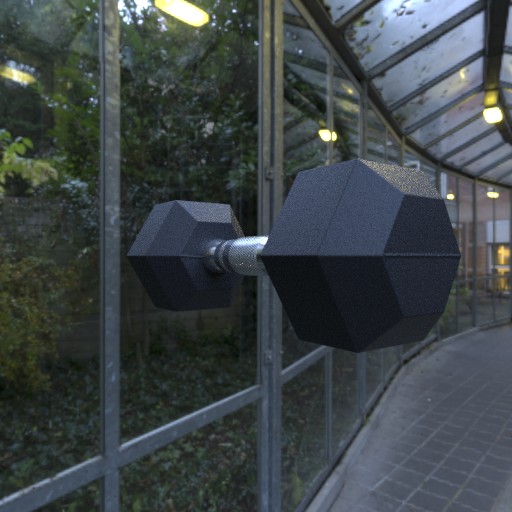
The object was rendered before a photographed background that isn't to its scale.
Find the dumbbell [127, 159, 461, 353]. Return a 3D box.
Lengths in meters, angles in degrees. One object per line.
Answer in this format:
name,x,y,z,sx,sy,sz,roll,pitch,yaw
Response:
dumbbell,0.000,0.000,0.320,0.106,0.092,0.272,0,0,-36
